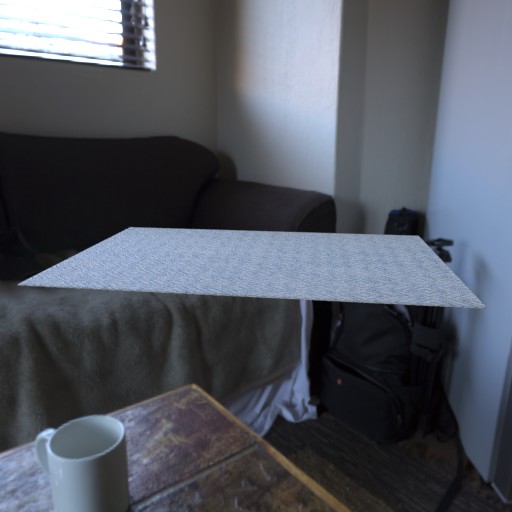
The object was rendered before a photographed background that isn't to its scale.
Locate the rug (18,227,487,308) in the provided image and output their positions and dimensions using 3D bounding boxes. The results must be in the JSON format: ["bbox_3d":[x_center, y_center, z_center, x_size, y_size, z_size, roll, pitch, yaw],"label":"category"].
[{"bbox_3d":[0.000,0.000,3.008,2.441,0.008,1.526,2,16,8],"label":"rug"}]
